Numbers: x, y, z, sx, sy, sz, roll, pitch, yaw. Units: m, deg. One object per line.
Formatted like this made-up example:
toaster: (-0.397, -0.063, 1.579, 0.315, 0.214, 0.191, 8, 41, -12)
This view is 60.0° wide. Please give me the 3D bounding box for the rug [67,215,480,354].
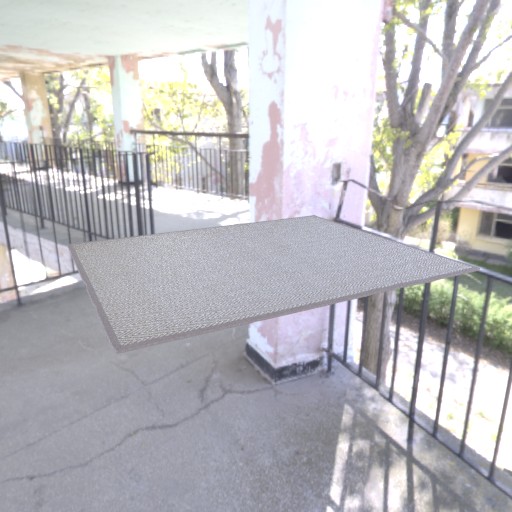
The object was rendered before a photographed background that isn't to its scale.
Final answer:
rug: (0.000, 0.000, 4.086, 3.007, 0.032, 2.434, -9, 19, -26)
